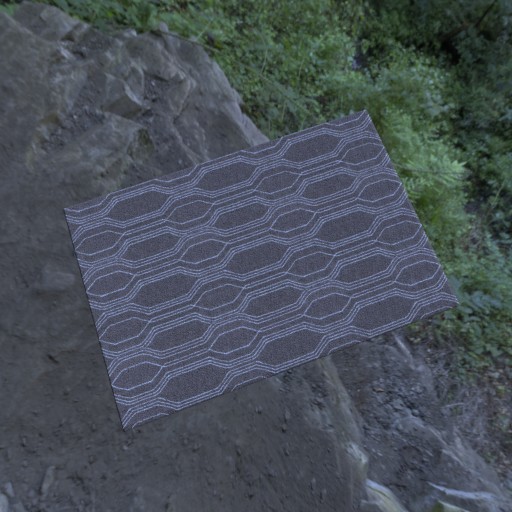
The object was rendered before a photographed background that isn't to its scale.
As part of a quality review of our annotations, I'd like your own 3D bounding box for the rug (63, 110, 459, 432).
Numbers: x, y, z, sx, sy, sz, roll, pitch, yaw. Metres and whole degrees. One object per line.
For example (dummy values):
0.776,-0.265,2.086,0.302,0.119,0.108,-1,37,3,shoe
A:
0.000,0.000,2.400,1.836,0.012,1.239,-19,77,-5,rug
